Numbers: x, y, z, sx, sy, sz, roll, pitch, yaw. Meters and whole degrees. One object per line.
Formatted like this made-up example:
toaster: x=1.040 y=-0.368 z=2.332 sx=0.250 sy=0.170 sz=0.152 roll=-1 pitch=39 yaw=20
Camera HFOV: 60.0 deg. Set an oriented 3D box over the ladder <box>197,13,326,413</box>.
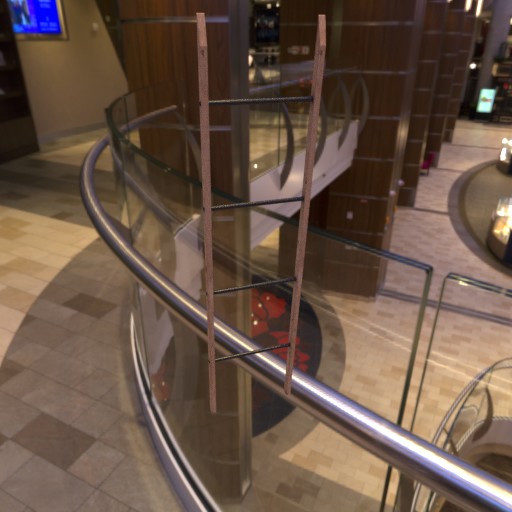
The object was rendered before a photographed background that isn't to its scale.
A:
ladder: x=0.000 y=0.000 z=1.889 sx=0.442 sy=1.805 sz=0.200 roll=-8 pitch=27 yaw=-16
